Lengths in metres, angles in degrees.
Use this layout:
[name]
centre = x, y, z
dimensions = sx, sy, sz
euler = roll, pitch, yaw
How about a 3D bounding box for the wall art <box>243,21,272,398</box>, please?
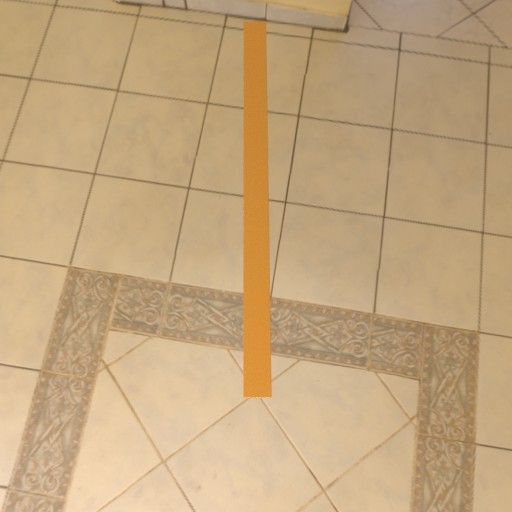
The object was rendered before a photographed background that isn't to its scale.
[wall art]
centre = 0.000, 0.000, 1.067
dimensions = 0.038, 0.812, 0.610
euler = 0, 75, 0
